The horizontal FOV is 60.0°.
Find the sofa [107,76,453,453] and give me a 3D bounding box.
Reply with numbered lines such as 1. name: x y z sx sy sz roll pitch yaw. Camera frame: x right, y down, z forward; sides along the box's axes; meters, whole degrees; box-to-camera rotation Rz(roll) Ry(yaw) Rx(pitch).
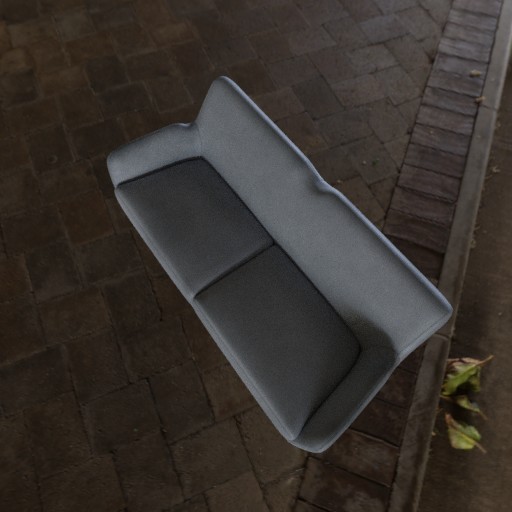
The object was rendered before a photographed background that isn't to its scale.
1. sofa: 0.000 0.000 2.351 0.850 0.810 1.870 -33 68 -15
